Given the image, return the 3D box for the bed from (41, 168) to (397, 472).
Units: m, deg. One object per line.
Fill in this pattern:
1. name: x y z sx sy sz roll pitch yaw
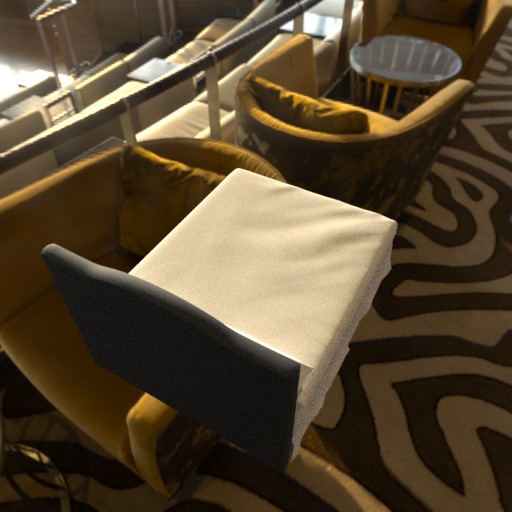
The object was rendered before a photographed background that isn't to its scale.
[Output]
1. bed: 0.000 0.000 3.506 1.821 1.436 2.282 22 50 20
